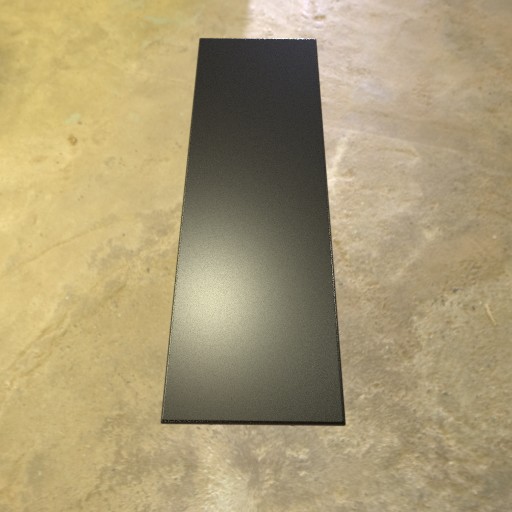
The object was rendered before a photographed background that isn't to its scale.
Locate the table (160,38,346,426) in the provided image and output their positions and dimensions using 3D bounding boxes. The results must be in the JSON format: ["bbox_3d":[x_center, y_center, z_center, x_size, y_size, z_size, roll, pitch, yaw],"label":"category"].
[{"bbox_3d":[0.000,0.000,1.546,0.386,0.819,1.191,1,63,0],"label":"table"}]
